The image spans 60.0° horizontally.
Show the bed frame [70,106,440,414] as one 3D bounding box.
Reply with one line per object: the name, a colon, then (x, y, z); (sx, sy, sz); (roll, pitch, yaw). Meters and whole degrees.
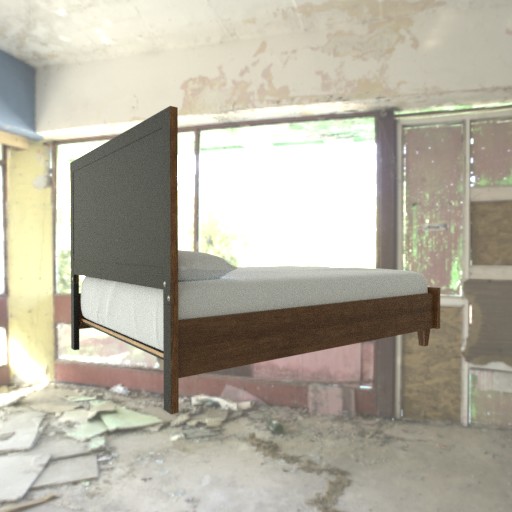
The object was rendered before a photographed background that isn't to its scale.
bed frame: (0.000, 0.000, 3.393); (2.276, 1.417, 1.696); (-1, 1, -37)
